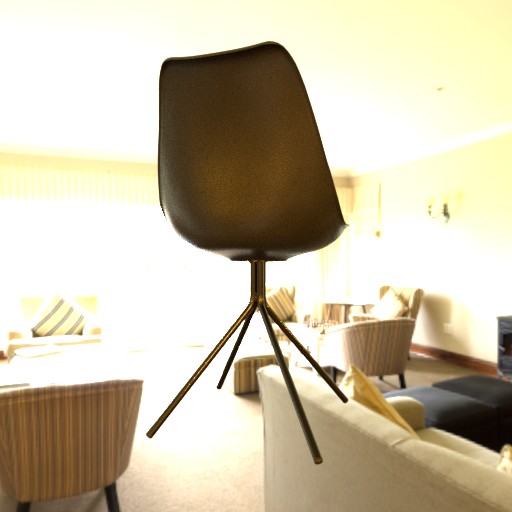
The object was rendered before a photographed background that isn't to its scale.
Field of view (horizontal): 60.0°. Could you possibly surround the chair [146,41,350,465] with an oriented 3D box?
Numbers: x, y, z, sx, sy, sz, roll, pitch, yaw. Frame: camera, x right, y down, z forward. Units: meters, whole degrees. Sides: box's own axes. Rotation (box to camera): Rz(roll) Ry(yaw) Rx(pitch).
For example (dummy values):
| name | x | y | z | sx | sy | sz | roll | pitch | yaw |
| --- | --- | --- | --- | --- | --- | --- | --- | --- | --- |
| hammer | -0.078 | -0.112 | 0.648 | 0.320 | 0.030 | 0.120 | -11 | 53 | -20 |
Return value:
| name | x | y | z | sx | sy | sz | roll | pitch | yaw |
| --- | --- | --- | --- | --- | --- | --- | --- | --- | --- |
| chair | 0.000 | 0.000 | 1.142 | 0.461 | 0.850 | 0.525 | 0 | 0 | 19 |
